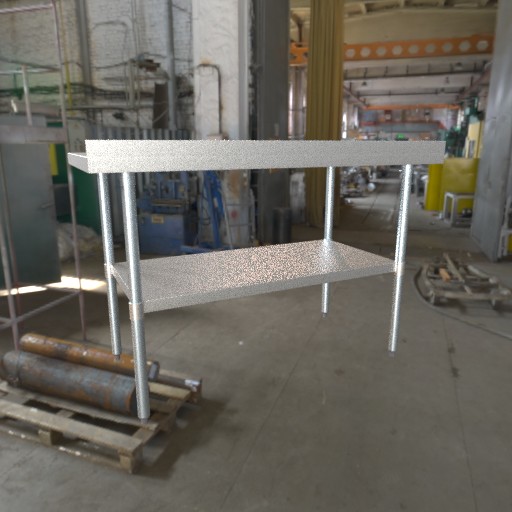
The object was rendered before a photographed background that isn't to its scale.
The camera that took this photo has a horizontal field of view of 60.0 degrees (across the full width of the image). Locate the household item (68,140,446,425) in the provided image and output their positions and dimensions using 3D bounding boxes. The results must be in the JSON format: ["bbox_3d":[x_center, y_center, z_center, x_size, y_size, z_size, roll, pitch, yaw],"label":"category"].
[{"bbox_3d":[0.000,0.000,1.696,1.219,0.851,0.610,-7,16,-26],"label":"household item"}]
